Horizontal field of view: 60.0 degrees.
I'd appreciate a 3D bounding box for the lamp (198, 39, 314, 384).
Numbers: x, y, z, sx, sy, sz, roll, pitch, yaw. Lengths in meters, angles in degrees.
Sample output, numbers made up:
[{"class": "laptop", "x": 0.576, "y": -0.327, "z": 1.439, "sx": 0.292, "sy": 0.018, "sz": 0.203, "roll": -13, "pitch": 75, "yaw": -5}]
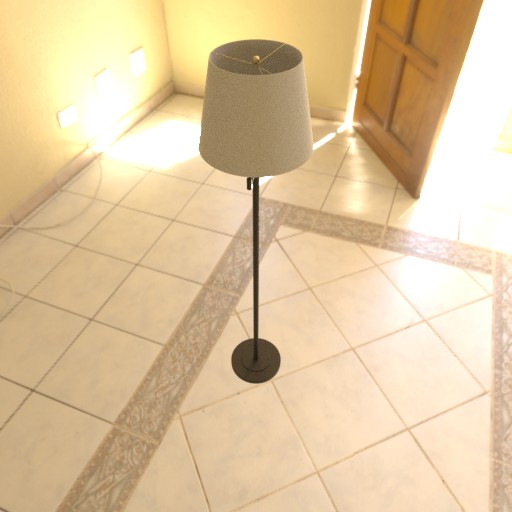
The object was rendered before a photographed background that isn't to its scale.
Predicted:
[{"class": "lamp", "x": 0.000, "y": 0.000, "z": 1.677, "sx": 0.348, "sy": 1.473, "sz": 0.348, "roll": 9, "pitch": 45, "yaw": 8}]
